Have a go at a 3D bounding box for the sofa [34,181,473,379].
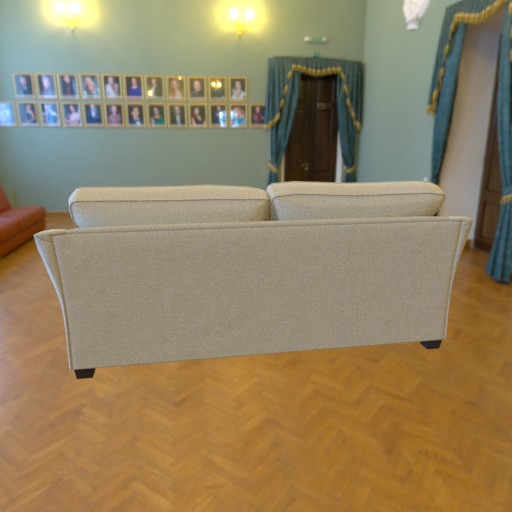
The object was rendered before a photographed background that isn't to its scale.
[{"bbox_3d":[0.000,0.000,2.738,2.270,0.965,0.980,-3,15,-9],"label":"sofa"}]
